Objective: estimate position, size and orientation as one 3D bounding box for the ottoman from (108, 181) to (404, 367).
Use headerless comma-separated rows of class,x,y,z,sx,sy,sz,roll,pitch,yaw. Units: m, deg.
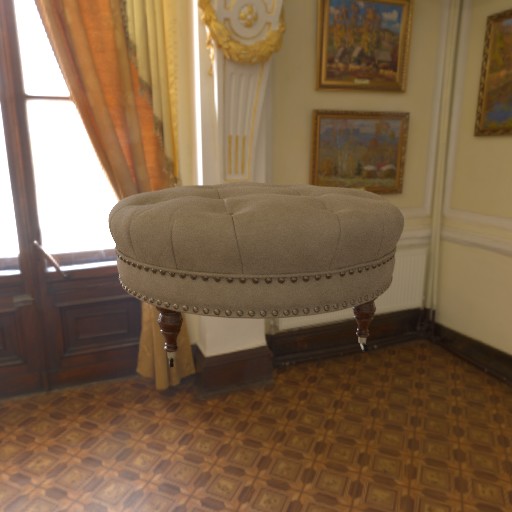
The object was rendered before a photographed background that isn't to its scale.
ottoman,0.000,0.000,1.426,0.901,0.439,0.901,0,14,0
